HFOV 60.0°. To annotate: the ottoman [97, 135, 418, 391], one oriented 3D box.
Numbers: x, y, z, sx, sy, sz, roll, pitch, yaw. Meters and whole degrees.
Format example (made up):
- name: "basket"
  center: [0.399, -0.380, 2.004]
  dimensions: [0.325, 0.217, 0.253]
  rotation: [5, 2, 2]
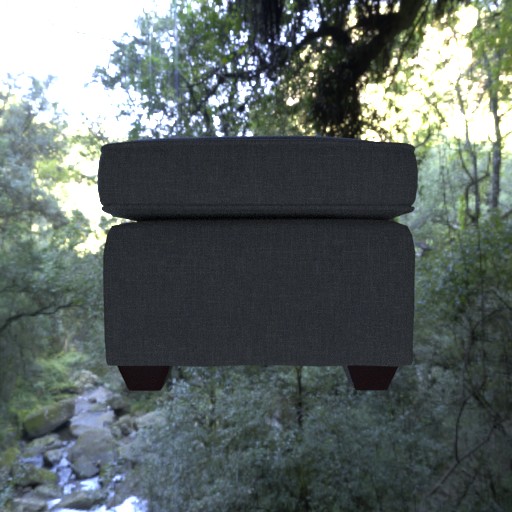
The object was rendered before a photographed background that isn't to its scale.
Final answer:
- name: "ottoman"
  center: [0.000, 0.000, 1.092]
  dimensions: [0.559, 0.457, 0.762]
  rotation: [0, 0, 0]
